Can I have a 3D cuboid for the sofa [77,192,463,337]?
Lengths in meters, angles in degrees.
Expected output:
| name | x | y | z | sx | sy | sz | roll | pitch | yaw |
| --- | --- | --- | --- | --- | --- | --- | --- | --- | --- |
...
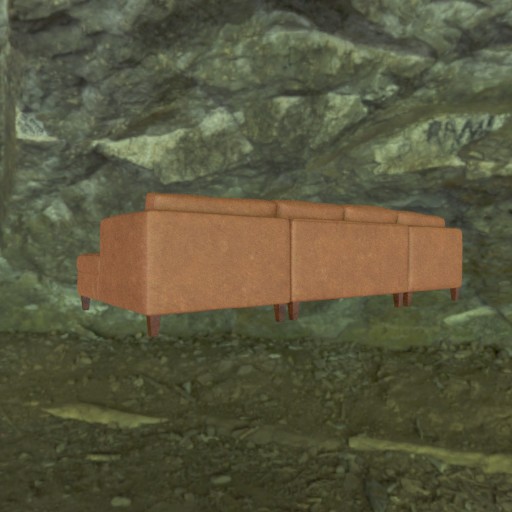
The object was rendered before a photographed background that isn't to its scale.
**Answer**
| name | x | y | z | sx | sy | sz | roll | pitch | yaw |
| --- | --- | --- | --- | --- | --- | --- | --- | --- | --- |
| sofa | 0.000 | 0.000 | 4.600 | 3.460 | 0.923 | 2.593 | 0 | 1 | -36 |
